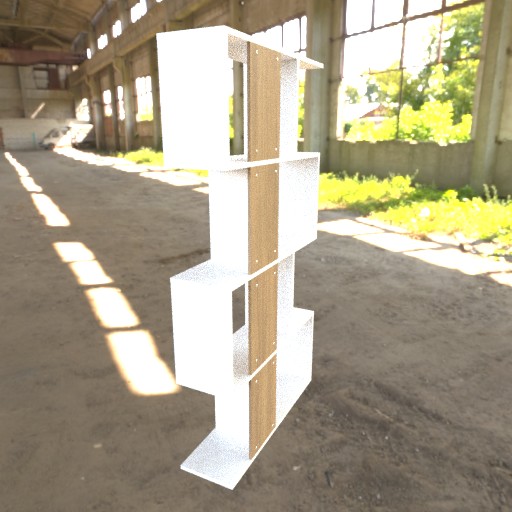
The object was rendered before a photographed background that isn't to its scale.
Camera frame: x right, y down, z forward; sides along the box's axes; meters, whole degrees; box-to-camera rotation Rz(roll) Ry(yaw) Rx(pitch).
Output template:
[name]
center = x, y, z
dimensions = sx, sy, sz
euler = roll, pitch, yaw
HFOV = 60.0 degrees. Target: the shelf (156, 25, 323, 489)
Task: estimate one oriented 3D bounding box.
[shelf]
center = 0.000, 0.000, 1.948
dimensions = 0.250, 1.650, 0.890
euler = 8, 18, 26
